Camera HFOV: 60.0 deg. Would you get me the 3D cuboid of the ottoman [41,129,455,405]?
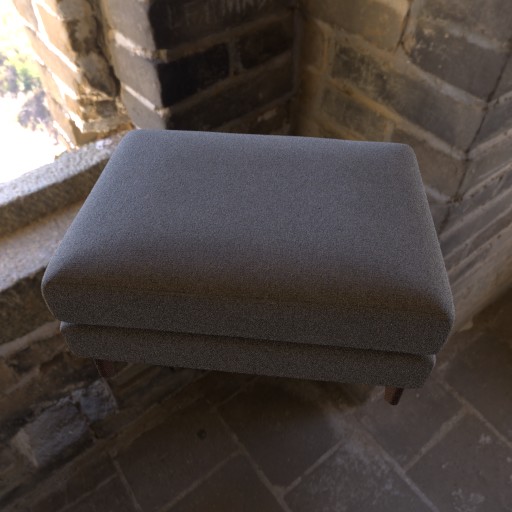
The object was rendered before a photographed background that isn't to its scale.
[{"bbox_3d":[0.000,0.000,1.167,0.821,0.441,0.611,4,46,4],"label":"ottoman"}]
